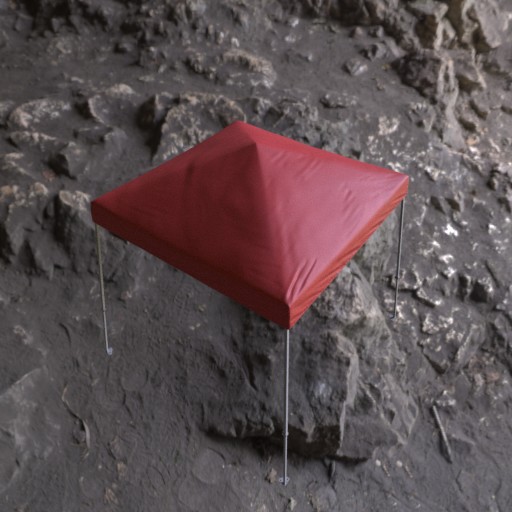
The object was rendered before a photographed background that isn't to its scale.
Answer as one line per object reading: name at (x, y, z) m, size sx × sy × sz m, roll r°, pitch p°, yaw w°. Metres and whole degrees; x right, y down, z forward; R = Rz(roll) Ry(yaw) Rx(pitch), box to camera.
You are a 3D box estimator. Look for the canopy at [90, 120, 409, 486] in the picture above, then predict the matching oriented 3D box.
canopy at (0.000, 0.000, 5.150) m, size 2.848 × 2.849 × 2.849 m, roll 26°, pitch 47°, yaw 27°
